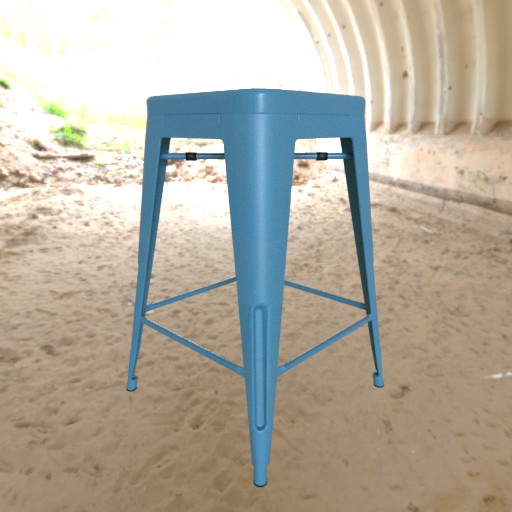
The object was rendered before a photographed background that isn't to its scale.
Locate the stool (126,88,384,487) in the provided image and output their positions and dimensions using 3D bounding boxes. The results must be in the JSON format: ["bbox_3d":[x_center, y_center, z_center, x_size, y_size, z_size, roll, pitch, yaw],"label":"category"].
[{"bbox_3d":[0.000,0.000,0.896,0.410,0.608,0.410,15,22,41],"label":"stool"}]
